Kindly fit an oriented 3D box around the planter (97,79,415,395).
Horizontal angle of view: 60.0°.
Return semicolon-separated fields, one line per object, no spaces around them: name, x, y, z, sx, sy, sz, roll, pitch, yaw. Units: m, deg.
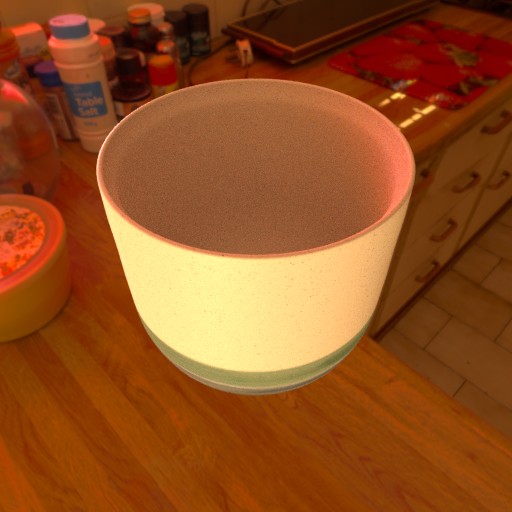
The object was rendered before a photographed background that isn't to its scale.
planter;0.000;0.000;0.476;0.268;0.270;0.268;0;46;0
